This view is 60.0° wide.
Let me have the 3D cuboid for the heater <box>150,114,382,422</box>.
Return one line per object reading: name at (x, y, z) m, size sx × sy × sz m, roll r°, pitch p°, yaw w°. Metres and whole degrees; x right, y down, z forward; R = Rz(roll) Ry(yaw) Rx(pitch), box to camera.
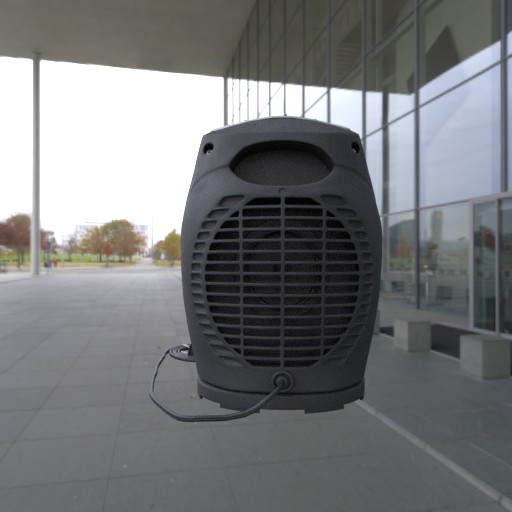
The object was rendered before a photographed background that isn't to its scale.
heater at (0.000, 0.000, 0.475) m, size 0.239 × 0.255 × 0.291 m, roll 0°, pitch 0°, yaw 2°
